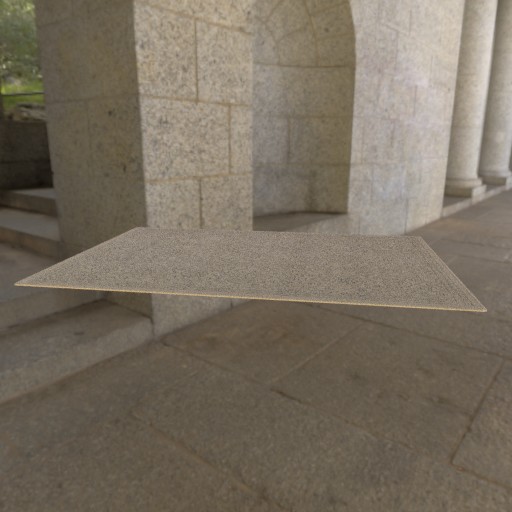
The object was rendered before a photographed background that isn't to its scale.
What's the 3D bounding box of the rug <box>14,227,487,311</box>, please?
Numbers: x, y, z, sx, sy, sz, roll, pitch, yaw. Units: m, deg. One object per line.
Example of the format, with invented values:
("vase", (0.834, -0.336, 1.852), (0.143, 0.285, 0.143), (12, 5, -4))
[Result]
("rug", (0.000, 0.000, 2.829), (2.286, 0.011, 1.524), (2, 15, 9))
